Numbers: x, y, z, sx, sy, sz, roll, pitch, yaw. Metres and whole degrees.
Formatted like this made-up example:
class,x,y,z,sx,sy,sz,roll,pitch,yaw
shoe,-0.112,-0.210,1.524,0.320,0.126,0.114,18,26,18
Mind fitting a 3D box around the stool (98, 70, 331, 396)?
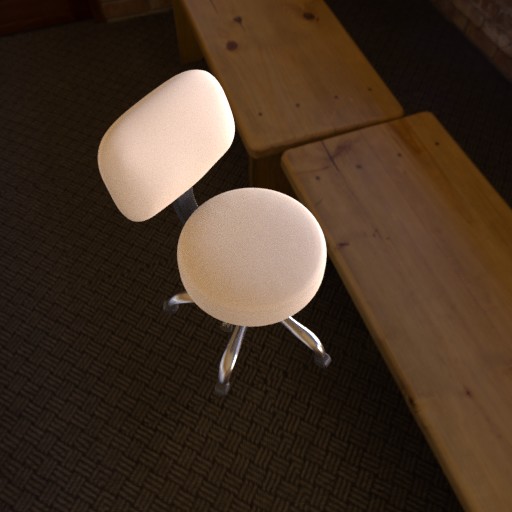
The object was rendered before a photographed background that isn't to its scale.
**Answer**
class,x,y,z,sx,sy,sz,roll,pitch,yaw
stool,0.000,0.000,1.248,0.616,0.810,0.609,34,65,19
